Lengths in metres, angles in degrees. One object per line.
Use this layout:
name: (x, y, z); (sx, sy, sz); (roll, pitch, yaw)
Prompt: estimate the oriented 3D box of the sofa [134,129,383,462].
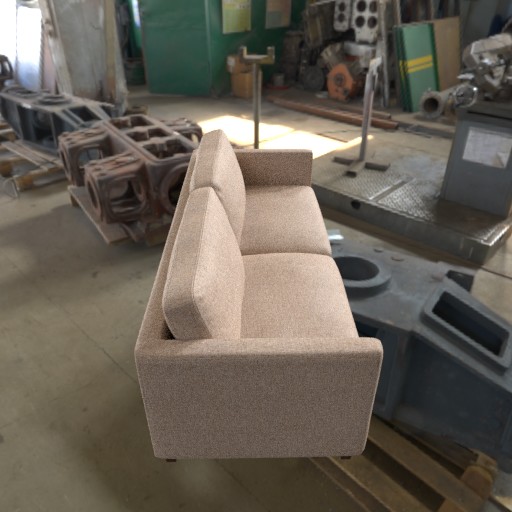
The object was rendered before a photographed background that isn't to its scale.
sofa: (0.000, 0.000, 2.661); (0.951, 0.965, 2.208); (-1, 33, -1)
